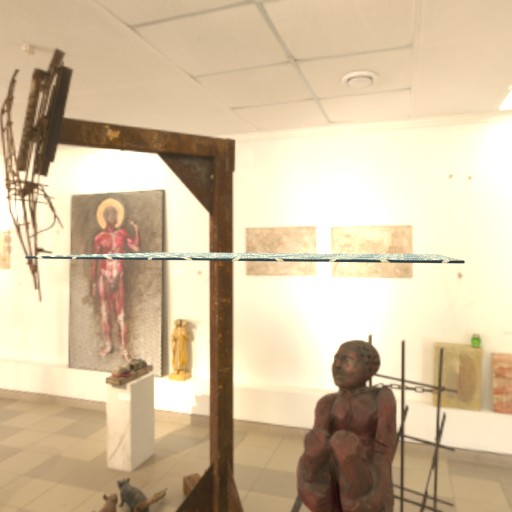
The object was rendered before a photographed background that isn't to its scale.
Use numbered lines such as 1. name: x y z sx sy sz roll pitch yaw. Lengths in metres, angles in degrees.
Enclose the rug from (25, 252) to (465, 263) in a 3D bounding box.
1. rug: 0.000 0.000 2.203 1.753 0.010 1.143 0 1 18
